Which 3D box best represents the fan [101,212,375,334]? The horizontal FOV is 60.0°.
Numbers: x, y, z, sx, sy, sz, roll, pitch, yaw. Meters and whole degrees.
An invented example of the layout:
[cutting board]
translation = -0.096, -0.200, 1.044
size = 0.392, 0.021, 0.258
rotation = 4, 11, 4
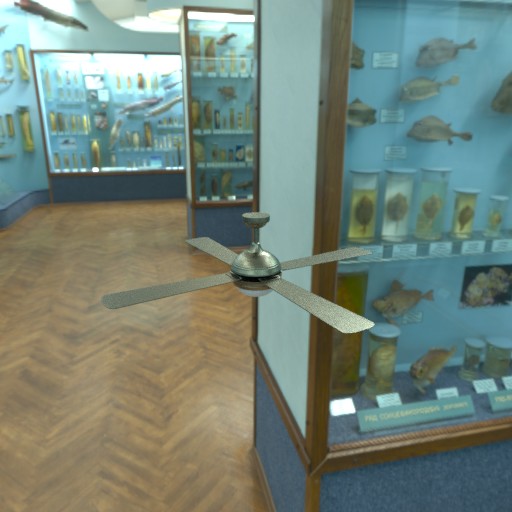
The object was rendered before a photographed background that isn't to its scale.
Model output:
[fan]
translation = 0.000, 0.000, 2.029
size = 1.321, 0.381, 1.321
rotation = -3, 18, -10
